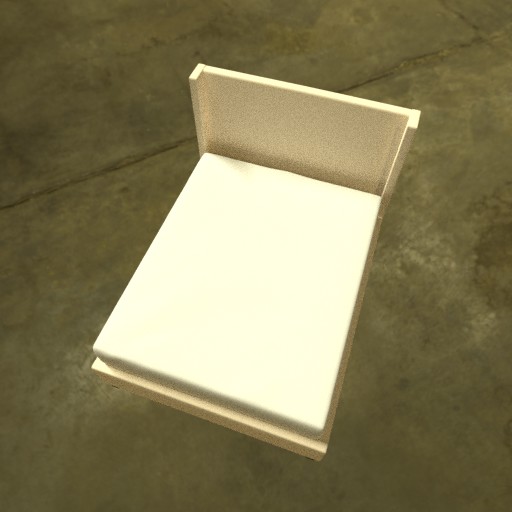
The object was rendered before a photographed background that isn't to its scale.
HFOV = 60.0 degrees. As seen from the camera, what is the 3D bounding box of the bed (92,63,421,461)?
[{"bbox_3d":[0.000,0.000,3.410,1.765,1.471,2.280,16,58,10],"label":"bed"}]
